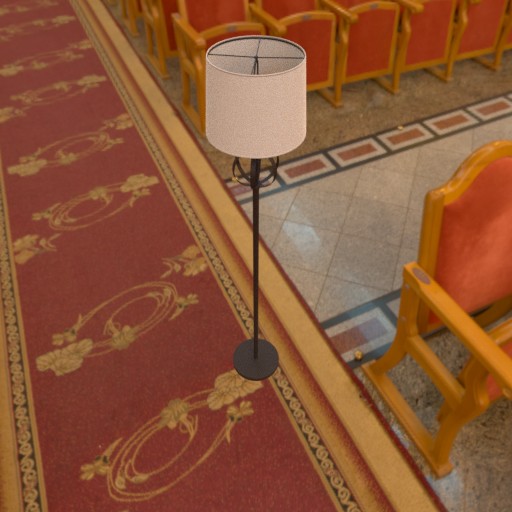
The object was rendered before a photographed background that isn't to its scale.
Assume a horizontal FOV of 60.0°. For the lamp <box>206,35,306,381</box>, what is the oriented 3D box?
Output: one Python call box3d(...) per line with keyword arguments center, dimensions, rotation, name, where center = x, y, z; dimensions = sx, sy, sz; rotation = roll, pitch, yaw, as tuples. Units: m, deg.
box3d(center=(0.000, 0.000, 1.642), dimensions=(0.286, 1.462, 0.286), rotation=(-18, 49, -17), name="lamp")
